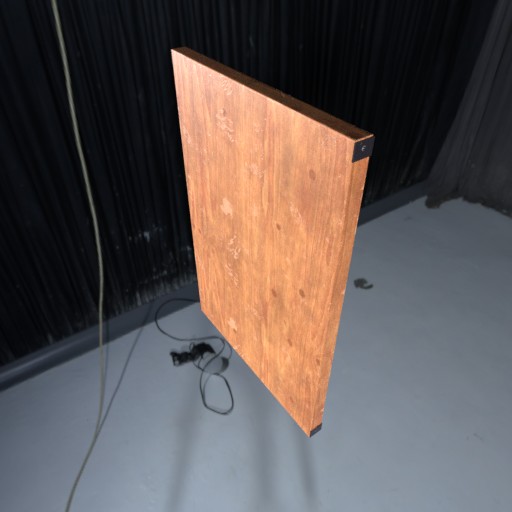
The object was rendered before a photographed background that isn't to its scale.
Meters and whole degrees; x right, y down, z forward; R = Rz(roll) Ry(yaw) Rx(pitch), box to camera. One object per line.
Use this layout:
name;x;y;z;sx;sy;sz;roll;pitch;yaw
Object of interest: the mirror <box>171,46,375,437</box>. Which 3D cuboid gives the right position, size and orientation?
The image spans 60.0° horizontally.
mirror;0.000;0.000;0.987;0.053;0.761;0.517;-25;46;-27
